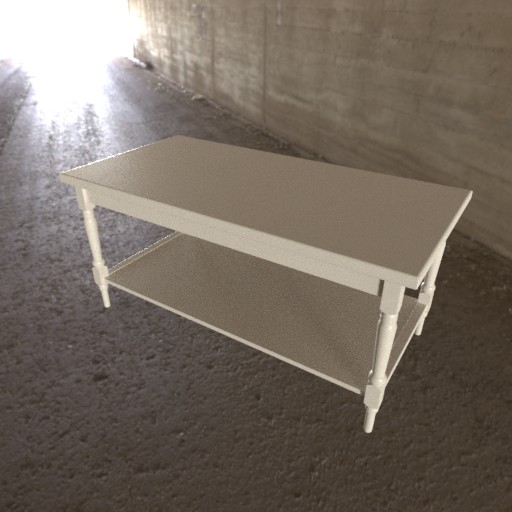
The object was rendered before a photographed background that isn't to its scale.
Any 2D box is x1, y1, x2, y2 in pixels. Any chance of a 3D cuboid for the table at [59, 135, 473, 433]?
[{"bbox_3d":[0.000,0.000,1.442,1.107,0.510,0.550,18,34,28],"label":"table"}]
